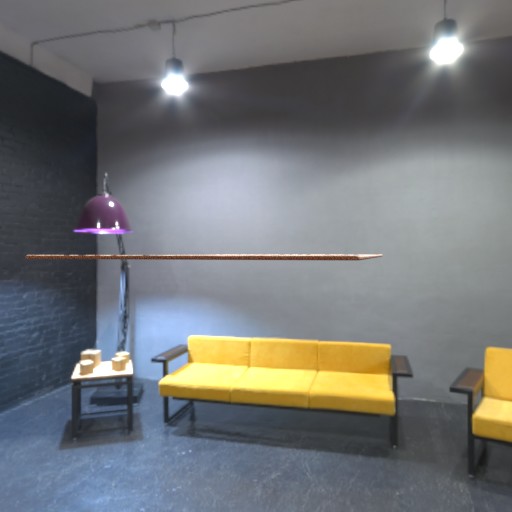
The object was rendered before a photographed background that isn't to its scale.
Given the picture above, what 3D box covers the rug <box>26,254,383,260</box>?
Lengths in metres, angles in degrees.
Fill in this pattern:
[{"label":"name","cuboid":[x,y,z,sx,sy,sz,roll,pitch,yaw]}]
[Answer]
[{"label":"rug","cuboid":[0.000,0.000,2.330,1.225,0.015,1.840,0,0,18]}]
